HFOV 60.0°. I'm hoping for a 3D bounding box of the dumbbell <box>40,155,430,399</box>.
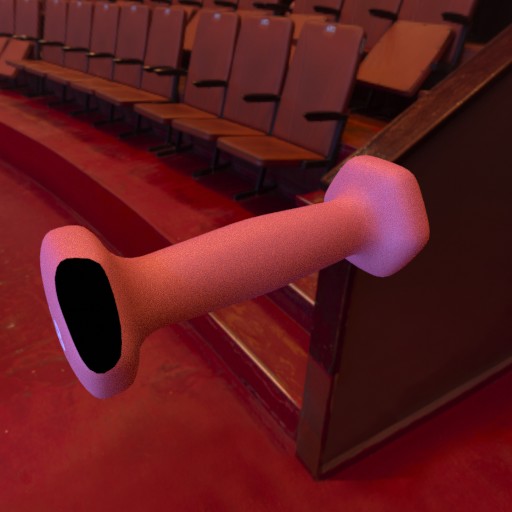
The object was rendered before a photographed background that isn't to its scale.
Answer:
[{"bbox_3d":[0.000,0.000,0.142,0.123,0.043,0.047,-19,35,-28],"label":"dumbbell"}]
